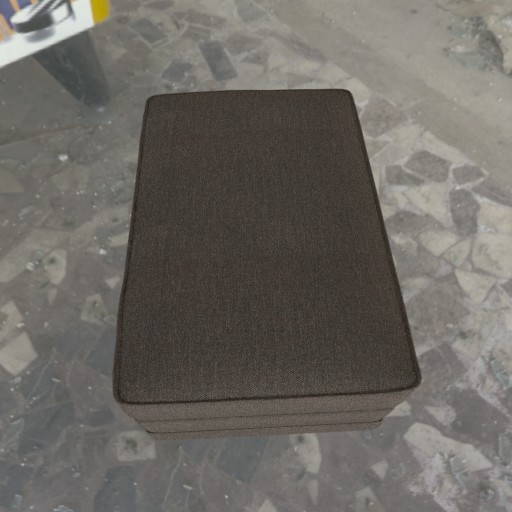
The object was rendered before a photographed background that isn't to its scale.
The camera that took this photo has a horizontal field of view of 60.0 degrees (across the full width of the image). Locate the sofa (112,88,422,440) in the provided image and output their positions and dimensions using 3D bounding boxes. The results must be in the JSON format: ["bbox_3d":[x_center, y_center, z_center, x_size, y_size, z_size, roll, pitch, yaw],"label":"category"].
[{"bbox_3d":[0.000,0.000,1.185,0.578,0.457,0.854,-2,59,-1],"label":"sofa"}]
